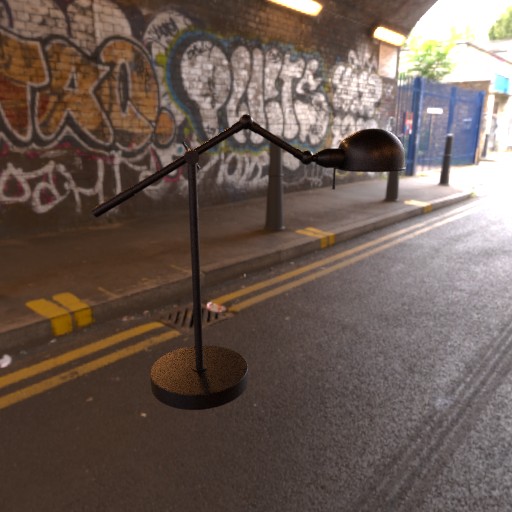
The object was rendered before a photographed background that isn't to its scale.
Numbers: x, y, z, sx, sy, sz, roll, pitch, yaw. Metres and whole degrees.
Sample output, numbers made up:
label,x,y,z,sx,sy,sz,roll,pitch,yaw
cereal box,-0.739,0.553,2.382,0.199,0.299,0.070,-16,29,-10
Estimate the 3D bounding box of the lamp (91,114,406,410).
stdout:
label,x,y,z,sx,sy,sz,roll,pitch,yaw
lamp,0.000,0.000,0.810,0.567,0.495,0.185,-3,16,-9
